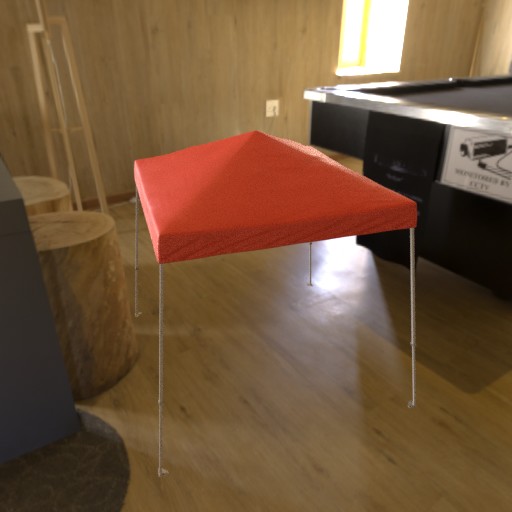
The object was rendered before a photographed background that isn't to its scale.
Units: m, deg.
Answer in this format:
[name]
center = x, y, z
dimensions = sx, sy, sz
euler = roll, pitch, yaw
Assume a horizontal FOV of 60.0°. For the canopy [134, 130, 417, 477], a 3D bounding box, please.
[canopy]
center = 0.000, 0.000, 5.134
dimensions = 2.850, 2.850, 2.849
euler = -8, 28, -16
